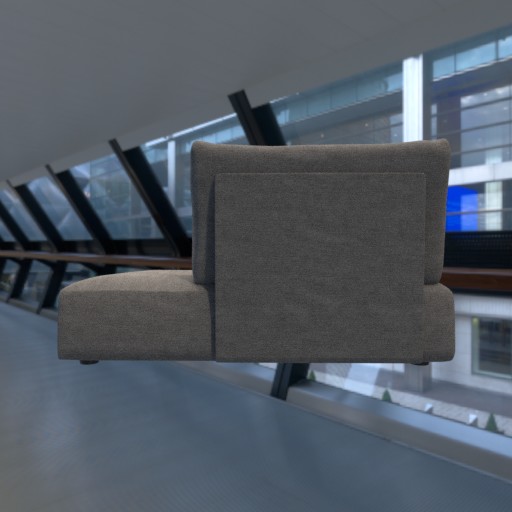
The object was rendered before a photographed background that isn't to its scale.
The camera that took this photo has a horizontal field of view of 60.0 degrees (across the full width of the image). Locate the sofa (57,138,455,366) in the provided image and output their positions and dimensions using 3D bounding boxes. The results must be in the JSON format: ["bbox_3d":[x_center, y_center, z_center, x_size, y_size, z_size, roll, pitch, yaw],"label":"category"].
[{"bbox_3d":[0.000,0.000,2.027,1.450,0.820,1.002,0,0,1],"label":"sofa"}]
